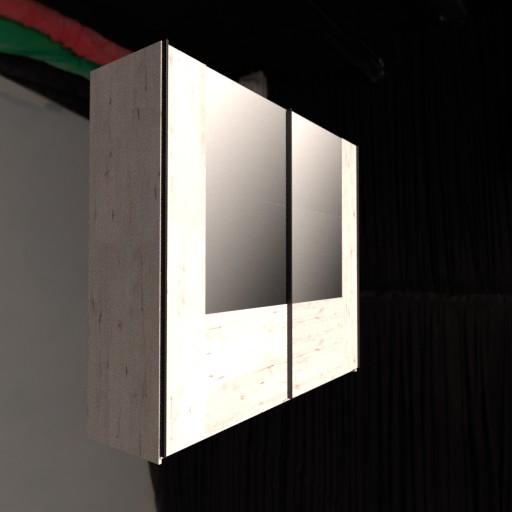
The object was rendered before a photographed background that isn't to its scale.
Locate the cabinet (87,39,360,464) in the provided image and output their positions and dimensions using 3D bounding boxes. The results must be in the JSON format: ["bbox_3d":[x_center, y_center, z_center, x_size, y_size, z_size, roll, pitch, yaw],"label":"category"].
[{"bbox_3d":[0.000,0.000,3.463,0.660,2.180,2.500,-1,-2,36],"label":"cabinet"}]
